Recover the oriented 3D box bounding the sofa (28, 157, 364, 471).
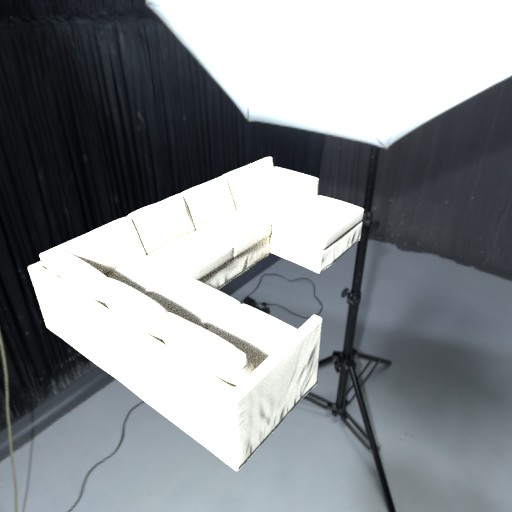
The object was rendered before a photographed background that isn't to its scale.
[{"bbox_3d":[0.000,0.000,4.545,2.427,0.882,3.460,22,38,32],"label":"sofa"}]
